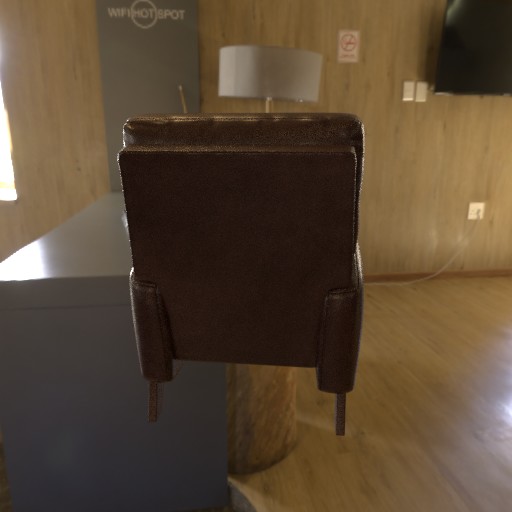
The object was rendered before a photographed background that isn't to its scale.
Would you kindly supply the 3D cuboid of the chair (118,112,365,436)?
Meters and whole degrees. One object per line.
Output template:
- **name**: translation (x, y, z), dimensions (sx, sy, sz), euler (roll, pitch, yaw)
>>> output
- **chair**: translation (0.000, 0.000, 1.661), dimensions (0.762, 0.990, 0.990), euler (2, 15, 6)
